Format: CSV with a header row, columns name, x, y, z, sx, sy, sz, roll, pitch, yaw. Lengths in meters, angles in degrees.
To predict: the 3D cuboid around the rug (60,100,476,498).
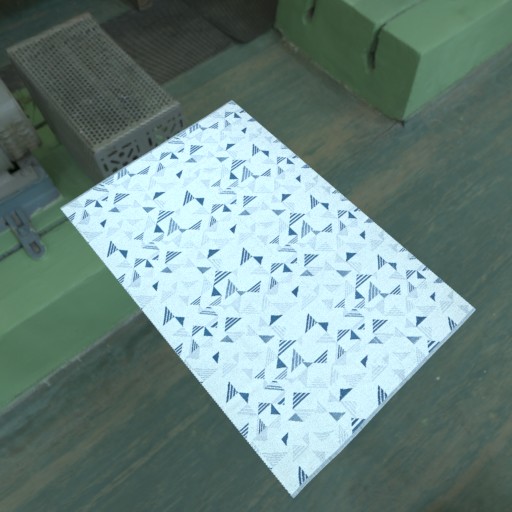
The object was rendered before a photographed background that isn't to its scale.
name,x,y,z,sx,sy,sz,roll,pitch,yaw
rug,0.000,0.000,2.256,1.206,0.003,1.835,-38,69,-17
